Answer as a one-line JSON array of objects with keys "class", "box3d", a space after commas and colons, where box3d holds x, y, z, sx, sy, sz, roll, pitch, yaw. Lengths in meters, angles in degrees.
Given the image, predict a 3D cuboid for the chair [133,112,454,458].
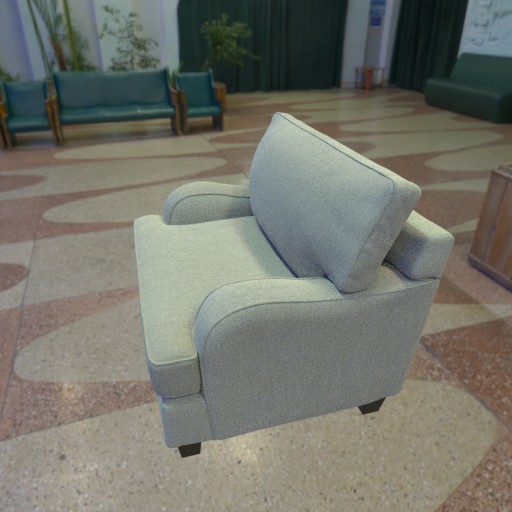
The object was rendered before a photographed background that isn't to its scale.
[{"class": "chair", "box3d": [0.000, 0.000, 1.973, 1.041, 1.016, 1.220, -8, 29, -14]}]
